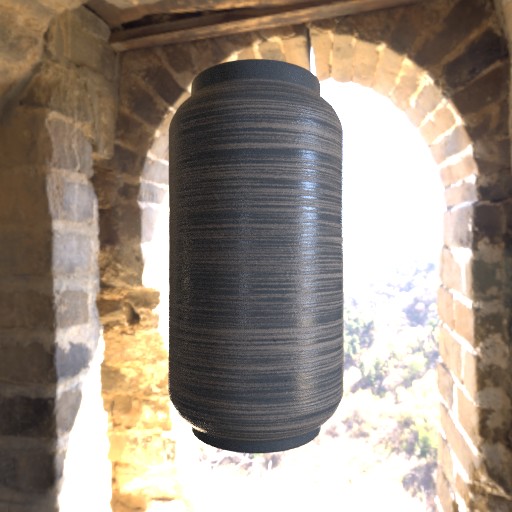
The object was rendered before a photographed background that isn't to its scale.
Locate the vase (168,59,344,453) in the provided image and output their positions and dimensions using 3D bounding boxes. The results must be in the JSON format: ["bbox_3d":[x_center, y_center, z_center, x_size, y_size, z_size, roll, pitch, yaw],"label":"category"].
[{"bbox_3d":[0.000,0.000,0.299,0.116,0.230,0.116,0,0,0],"label":"vase"}]
